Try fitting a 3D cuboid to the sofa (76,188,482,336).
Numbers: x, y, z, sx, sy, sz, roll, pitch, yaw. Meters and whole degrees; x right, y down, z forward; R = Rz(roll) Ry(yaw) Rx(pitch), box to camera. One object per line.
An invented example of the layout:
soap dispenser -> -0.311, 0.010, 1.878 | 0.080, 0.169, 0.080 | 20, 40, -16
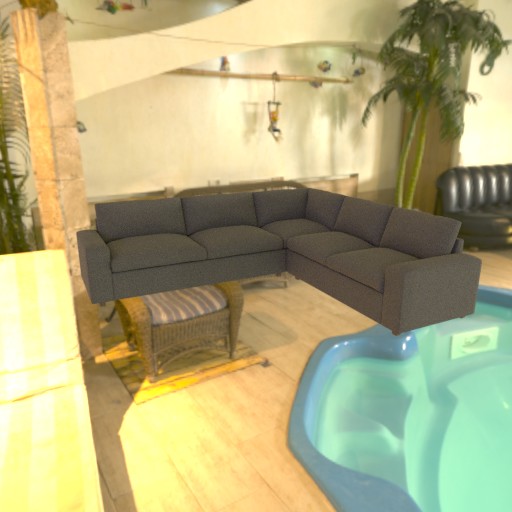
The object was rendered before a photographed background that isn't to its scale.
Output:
sofa -> 0.000, 0.000, 4.694 | 3.277, 0.965, 2.895 | -8, 18, -25
